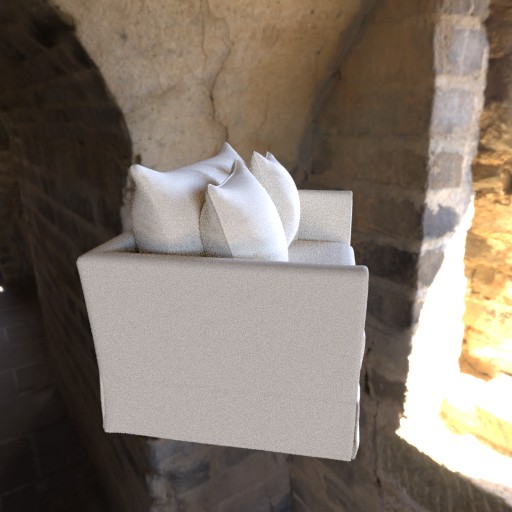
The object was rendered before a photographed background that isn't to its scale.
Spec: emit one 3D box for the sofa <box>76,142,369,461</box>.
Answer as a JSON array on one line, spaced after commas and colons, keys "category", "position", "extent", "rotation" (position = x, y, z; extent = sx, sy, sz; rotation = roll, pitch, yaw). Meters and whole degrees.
[{"category": "sofa", "position": [0.000, 0.000, 2.222], "extent": [1.026, 1.039, 1.608], "rotation": [3, 17, 9]}]
